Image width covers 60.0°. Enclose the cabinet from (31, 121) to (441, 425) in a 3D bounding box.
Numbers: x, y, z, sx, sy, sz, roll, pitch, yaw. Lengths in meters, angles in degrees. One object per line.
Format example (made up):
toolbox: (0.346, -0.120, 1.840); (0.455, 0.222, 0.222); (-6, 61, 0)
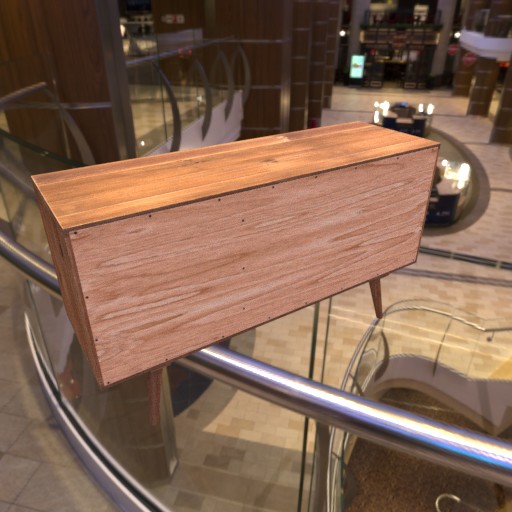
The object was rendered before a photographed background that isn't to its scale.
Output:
cabinet: (0.000, 0.000, 1.754); (1.400, 0.800, 0.472); (-18, 34, -28)
